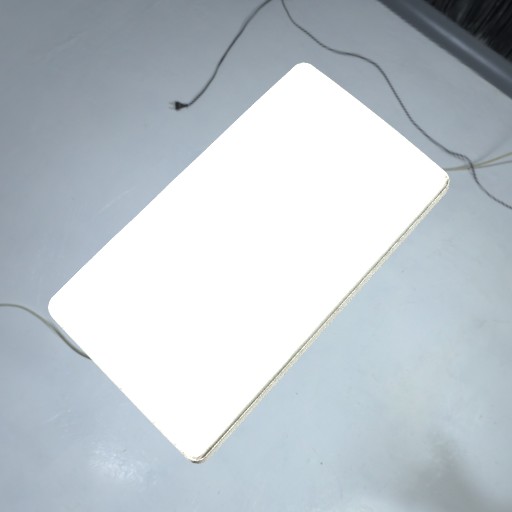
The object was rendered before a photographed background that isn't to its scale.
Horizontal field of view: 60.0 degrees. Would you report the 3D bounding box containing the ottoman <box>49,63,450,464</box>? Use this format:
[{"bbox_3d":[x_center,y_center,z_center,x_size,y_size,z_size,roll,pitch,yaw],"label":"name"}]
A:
[{"bbox_3d":[0.000,0.000,1.430,0.617,0.448,1.097,42,80,9],"label":"ottoman"}]
